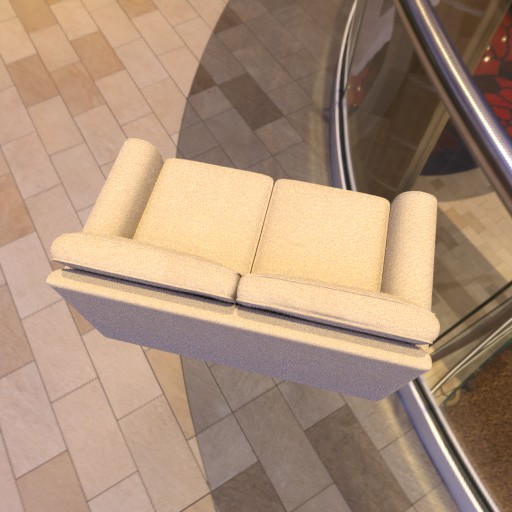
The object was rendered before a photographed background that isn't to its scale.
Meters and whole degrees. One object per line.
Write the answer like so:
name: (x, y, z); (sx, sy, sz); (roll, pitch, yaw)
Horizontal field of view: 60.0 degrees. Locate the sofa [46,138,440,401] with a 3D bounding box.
sofa: (0.000, 0.000, 2.312); (1.727, 0.940, 0.991); (12, 64, 6)
